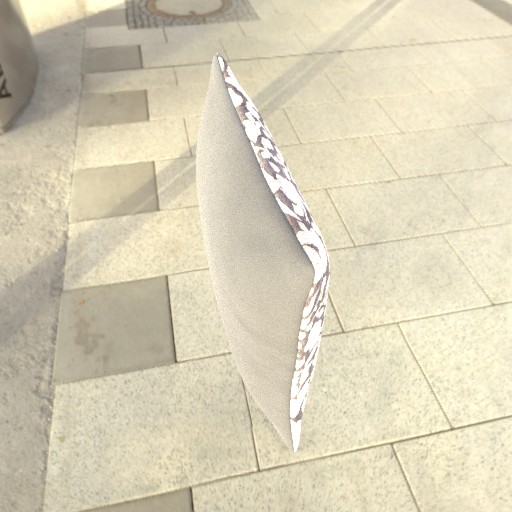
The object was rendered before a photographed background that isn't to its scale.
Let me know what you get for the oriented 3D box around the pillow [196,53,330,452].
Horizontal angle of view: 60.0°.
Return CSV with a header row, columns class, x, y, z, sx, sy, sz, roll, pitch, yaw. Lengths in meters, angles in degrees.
class,x,y,z,sx,sy,sz,roll,pitch,yaw
pillow,0.000,0.000,0.793,0.166,0.507,0.526,-11,48,-10
